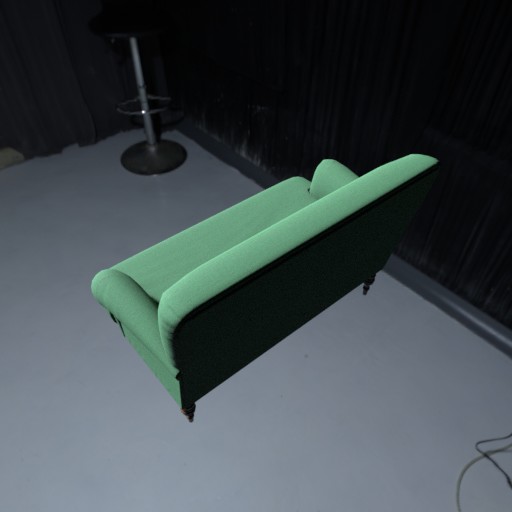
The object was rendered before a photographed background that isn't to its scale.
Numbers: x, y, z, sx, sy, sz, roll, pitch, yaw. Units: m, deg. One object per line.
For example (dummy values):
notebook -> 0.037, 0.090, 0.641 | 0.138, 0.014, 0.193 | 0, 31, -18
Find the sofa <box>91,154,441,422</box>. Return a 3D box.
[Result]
sofa -> 0.000, 0.000, 1.898 | 1.297, 0.889, 0.779 | -30, 53, -26
